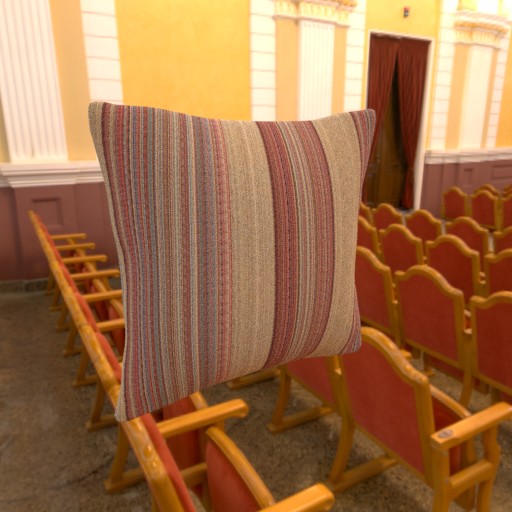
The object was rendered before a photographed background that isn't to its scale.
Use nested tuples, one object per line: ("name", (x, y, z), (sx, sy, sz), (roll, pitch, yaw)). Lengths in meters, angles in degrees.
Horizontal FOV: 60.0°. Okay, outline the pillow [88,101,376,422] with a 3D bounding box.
("pillow", (0.000, 0.000, 0.649), (0.437, 0.419, 0.136), (-9, 18, -28))
